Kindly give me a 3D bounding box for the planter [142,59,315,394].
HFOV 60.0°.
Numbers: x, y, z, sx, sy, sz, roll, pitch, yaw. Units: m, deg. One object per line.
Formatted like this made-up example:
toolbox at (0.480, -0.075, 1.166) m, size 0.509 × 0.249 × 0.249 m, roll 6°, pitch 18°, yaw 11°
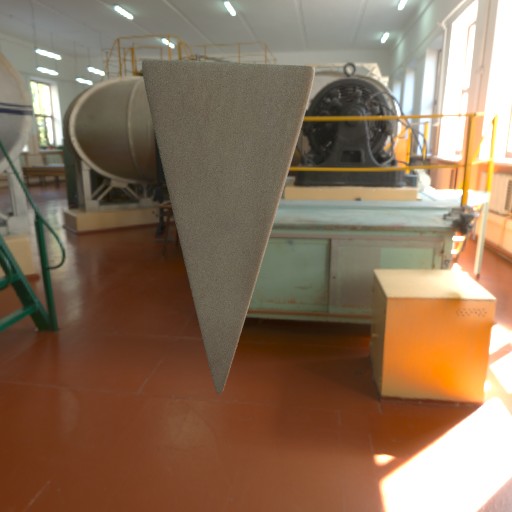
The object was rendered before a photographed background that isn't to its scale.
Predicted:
planter at (0.000, 0.000, 0.277) m, size 0.081 × 0.224 × 0.101 m, roll 13°, pitch 19°, yaw 42°
